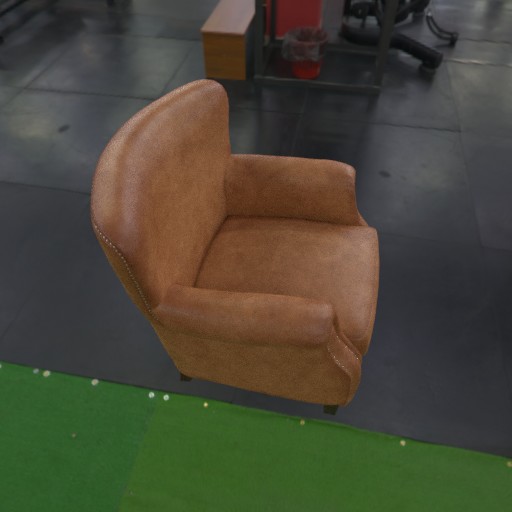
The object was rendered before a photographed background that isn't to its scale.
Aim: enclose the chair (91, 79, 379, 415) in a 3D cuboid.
[{"bbox_3d":[0.000,0.000,1.638,0.921,0.936,0.861,10,49,9],"label":"chair"}]
